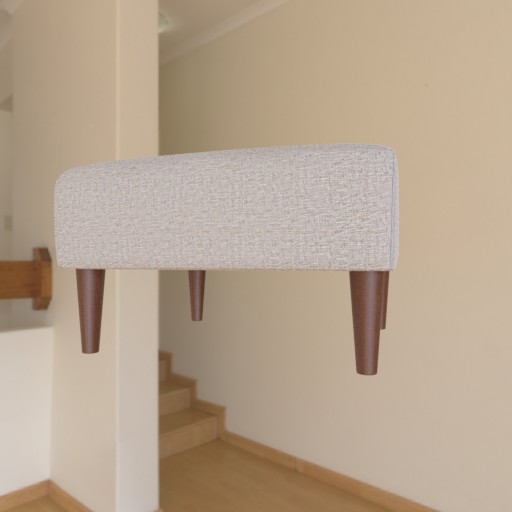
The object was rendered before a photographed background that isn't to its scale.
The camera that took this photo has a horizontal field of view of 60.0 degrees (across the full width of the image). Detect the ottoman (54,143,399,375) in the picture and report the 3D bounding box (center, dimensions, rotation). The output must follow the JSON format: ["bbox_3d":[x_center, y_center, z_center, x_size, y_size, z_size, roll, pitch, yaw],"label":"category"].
[{"bbox_3d":[0.000,0.000,1.068,0.655,0.399,0.648,0,-1,18],"label":"ottoman"}]
